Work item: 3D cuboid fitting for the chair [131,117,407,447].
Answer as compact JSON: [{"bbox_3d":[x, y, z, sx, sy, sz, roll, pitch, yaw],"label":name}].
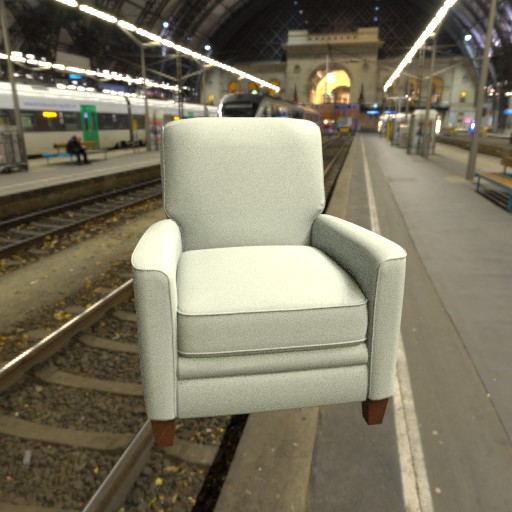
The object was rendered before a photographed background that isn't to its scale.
[{"bbox_3d":[0.000,0.000,1.673,0.853,1.007,0.846,-3,17,-8],"label":"chair"}]
